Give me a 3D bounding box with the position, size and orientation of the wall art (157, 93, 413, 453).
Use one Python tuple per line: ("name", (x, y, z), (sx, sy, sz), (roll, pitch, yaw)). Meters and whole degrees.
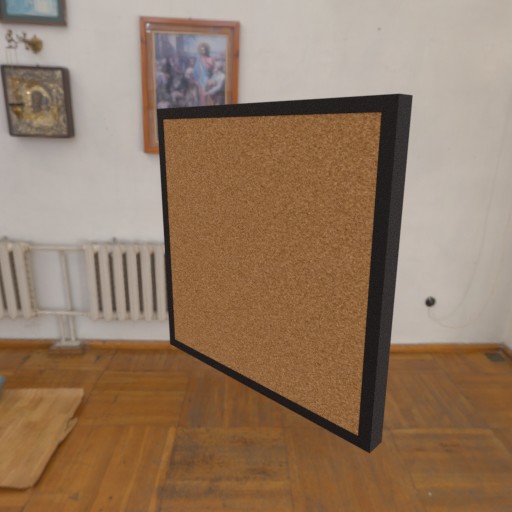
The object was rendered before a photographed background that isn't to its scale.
("wall art", (0.000, 0.000, 0.772), (0.506, 0.503, 0.036), (15, 21, 42))
